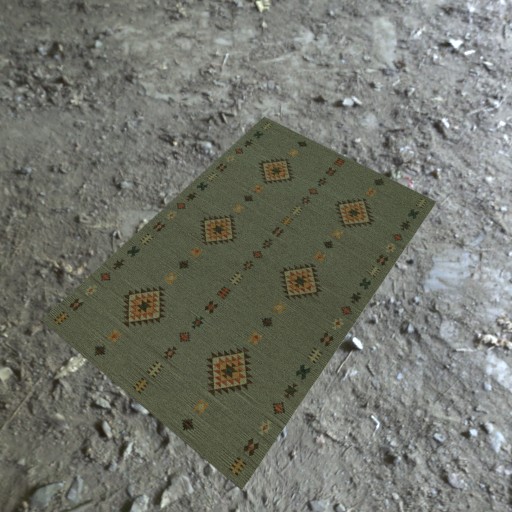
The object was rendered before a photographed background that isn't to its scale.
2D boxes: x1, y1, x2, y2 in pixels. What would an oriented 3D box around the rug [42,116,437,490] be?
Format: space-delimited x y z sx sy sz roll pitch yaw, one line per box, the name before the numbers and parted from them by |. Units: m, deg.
rug | 0.000 0.000 2.324 1.217 0.005 1.818 32 63 19
